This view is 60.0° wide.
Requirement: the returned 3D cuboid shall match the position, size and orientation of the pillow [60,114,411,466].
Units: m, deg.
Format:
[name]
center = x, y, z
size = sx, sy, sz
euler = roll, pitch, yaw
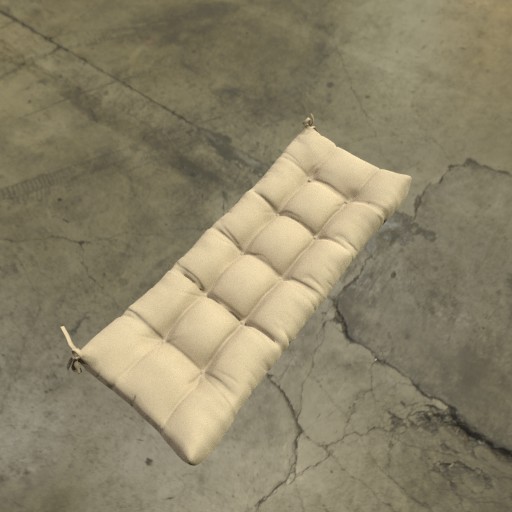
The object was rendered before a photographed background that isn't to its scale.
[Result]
[pillow]
center = 0.000, 0.000, 1.382
size = 0.511, 0.174, 1.194
euler = 34, 65, 18
